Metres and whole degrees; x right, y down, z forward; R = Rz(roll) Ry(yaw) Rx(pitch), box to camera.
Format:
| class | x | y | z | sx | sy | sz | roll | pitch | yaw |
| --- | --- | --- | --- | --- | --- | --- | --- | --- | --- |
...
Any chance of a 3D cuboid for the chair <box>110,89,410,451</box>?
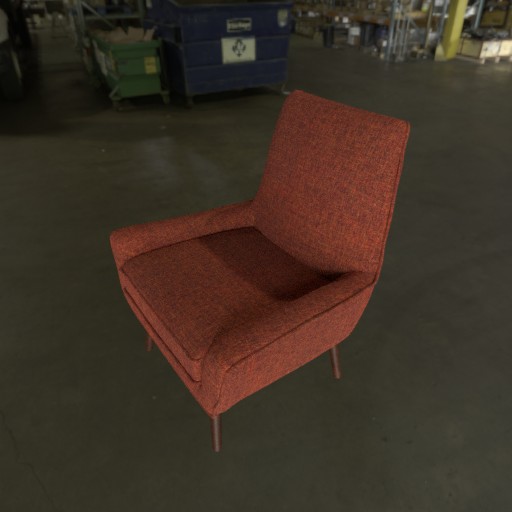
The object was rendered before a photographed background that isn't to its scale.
| class | x | y | z | sx | sy | sz | roll | pitch | yaw |
| --- | --- | --- | --- | --- | --- | --- | --- | --- | --- |
| chair | 0.000 | 0.000 | 1.489 | 0.784 | 0.911 | 0.803 | -21 | 38 | -29 |
